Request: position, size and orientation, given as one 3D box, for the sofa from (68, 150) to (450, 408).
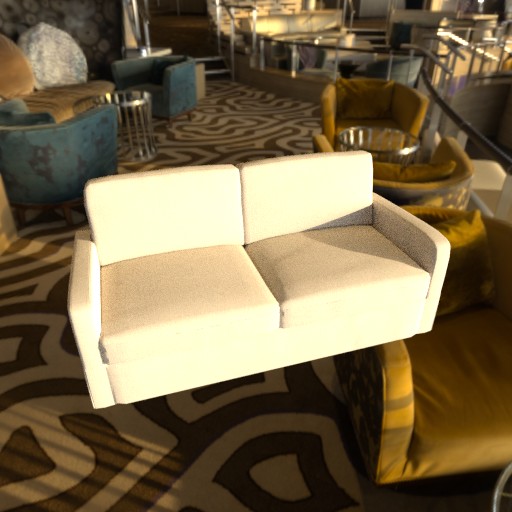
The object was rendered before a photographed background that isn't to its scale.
[{"bbox_3d":[0.000,0.000,2.361,1.808,0.831,0.894,-9,33,-15],"label":"sofa"}]
